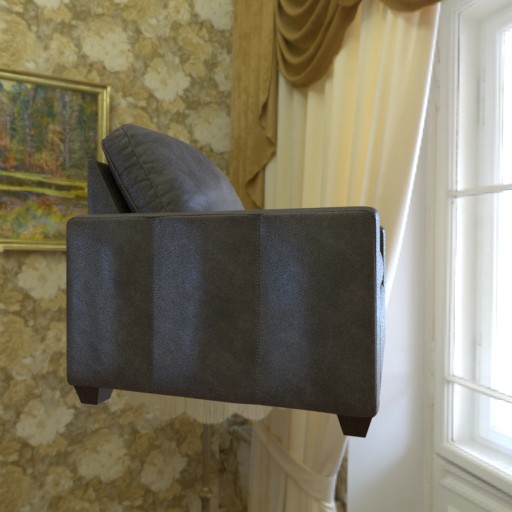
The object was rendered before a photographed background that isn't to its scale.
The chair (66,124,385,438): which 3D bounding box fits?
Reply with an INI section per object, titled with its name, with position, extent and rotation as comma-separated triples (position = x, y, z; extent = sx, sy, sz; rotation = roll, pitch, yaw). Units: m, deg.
[chair]
position = 0.000, 0.000, 1.694
extent = 0.939, 0.916, 1.006
rotation = 0, 1, 17
